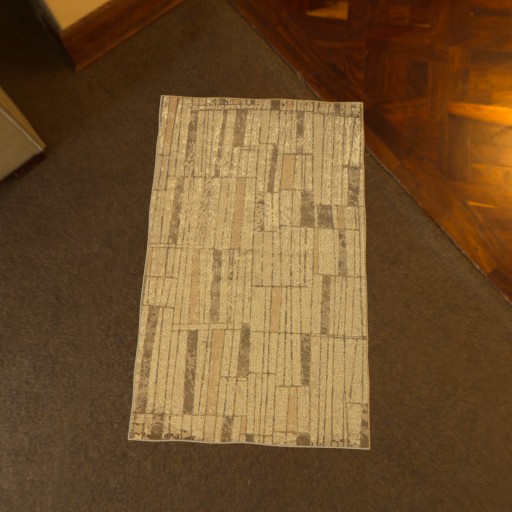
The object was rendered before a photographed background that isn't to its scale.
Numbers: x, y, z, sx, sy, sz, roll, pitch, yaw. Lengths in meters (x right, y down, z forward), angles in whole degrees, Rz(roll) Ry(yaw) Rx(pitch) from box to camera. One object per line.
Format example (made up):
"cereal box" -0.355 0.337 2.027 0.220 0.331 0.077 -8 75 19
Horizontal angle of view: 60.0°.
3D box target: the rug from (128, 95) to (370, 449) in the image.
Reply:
"rug" 0.000 0.000 3.067 1.531 0.023 2.444 2 77 0
